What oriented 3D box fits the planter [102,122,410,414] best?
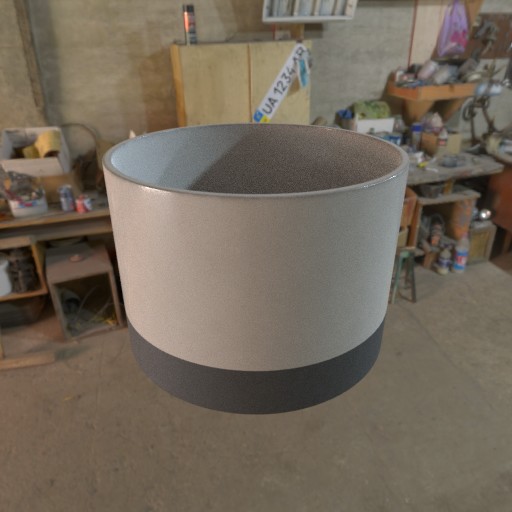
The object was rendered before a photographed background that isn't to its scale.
[{"bbox_3d":[0.000,0.000,0.217,0.128,0.105,0.128,0,27,0],"label":"planter"}]
